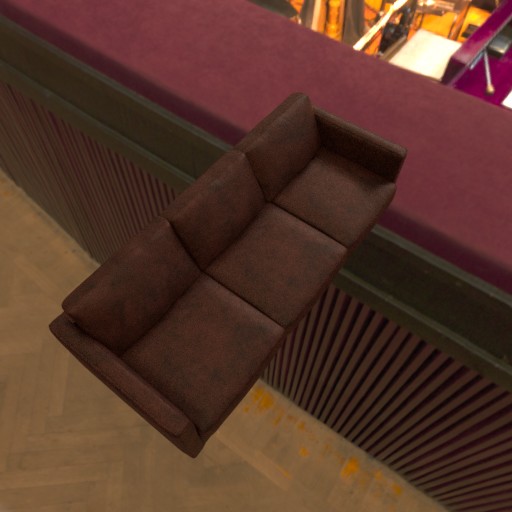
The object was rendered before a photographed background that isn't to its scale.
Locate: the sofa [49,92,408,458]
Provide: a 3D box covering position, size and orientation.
[{"bbox_3d":[0.000,0.000,3.046,1.045,1.006,2.464,32,63,19],"label":"sofa"}]
